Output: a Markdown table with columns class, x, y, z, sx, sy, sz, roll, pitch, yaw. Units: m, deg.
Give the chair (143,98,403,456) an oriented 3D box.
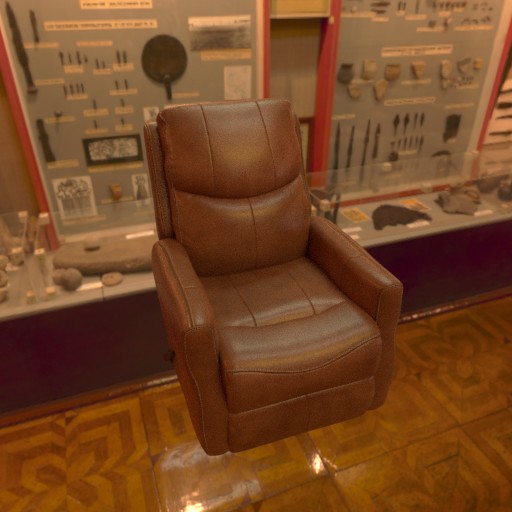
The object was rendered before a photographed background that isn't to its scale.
| class | x | y | z | sx | sy | sz | roll | pitch | yaw |
| --- | --- | --- | --- | --- | --- | --- | --- | --- | --- |
| chair | 0.000 | 0.000 | 1.747 | 0.821 | 1.016 | 1.072 | -10 | 33 | -16 |
